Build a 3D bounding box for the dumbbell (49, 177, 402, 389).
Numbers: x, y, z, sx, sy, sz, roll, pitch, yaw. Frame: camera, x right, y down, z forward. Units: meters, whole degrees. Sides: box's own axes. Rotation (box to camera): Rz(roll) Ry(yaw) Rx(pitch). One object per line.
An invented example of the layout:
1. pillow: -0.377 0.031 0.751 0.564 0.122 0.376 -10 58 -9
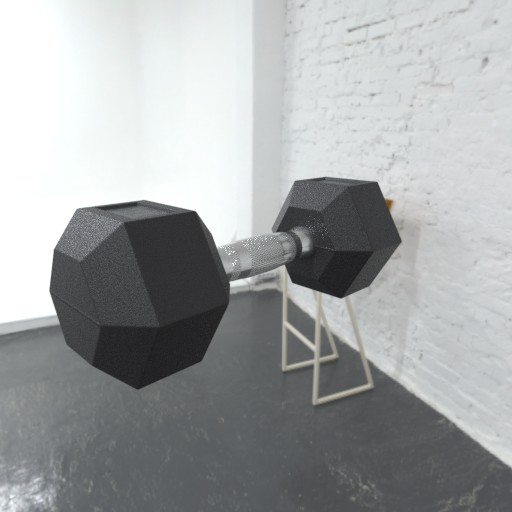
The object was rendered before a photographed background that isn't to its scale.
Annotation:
1. dumbbell: 0.000 0.000 0.427 0.356 0.123 0.141 -15 22 -42
